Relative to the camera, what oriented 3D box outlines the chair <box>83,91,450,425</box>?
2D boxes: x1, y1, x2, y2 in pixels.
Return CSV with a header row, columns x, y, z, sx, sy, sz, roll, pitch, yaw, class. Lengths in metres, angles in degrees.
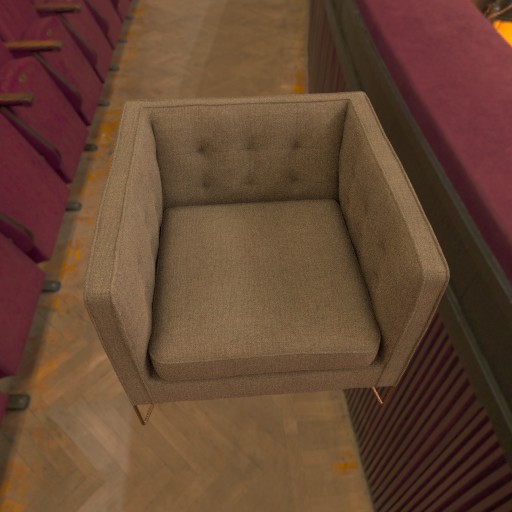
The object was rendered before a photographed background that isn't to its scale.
x,y,z,sx,sy,sz,roll,pitch,yaw,class
0.000,0.000,1.620,0.920,0.799,0.912,-3,47,-3,chair
